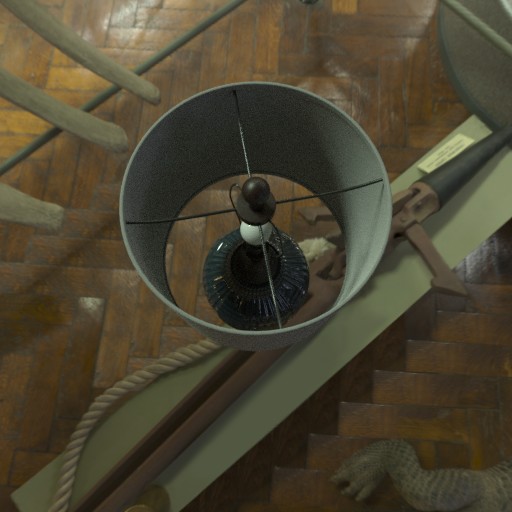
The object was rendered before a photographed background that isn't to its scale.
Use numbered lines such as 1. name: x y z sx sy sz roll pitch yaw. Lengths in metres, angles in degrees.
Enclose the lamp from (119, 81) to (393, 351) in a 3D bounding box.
1. lamp: 0.000 0.000 0.755 0.318 0.567 0.318 0 74 0
